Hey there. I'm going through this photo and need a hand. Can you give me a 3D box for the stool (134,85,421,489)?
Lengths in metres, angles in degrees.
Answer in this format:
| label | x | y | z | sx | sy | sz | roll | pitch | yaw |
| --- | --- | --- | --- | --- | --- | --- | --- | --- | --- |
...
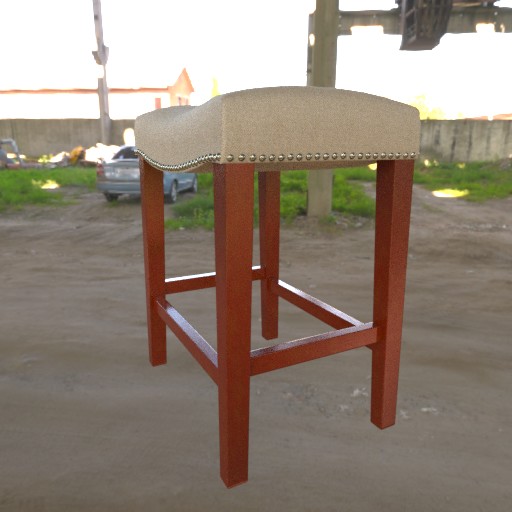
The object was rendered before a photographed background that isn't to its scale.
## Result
| label | x | y | z | sx | sy | sz | roll | pitch | yaw |
| --- | --- | --- | --- | --- | --- | --- | --- | --- | --- |
| stool | 0.000 | 0.000 | 0.939 | 0.375 | 0.632 | 0.509 | -7 | 16 | -27 |
